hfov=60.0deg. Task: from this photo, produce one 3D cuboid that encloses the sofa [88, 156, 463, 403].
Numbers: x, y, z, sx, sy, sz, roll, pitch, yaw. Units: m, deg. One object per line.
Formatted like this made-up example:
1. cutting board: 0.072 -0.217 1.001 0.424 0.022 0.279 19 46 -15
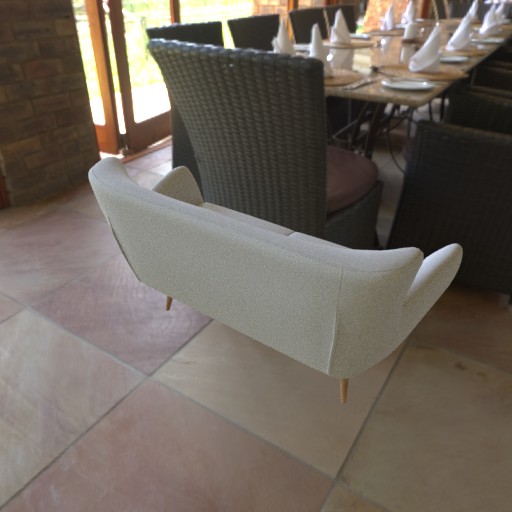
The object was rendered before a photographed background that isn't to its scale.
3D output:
1. sofa: 0.000 0.000 2.448 1.930 0.890 0.899 21 37 30
